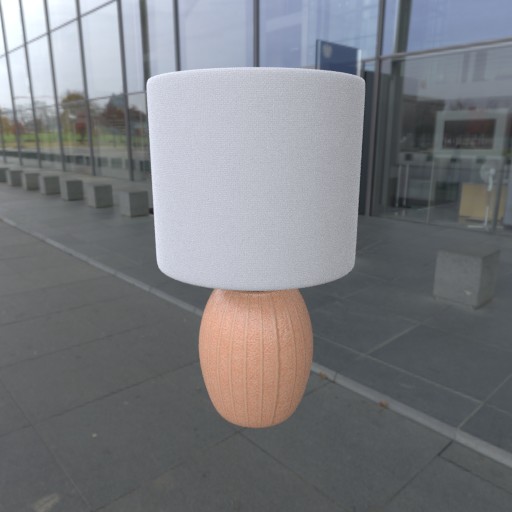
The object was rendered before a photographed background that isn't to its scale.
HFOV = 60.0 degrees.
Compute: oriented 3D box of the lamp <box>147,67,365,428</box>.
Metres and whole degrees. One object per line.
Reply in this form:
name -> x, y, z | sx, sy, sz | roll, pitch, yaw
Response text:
lamp -> 0.000, 0.000, 0.752 | 0.329, 0.570, 0.329 | 0, 15, 0
